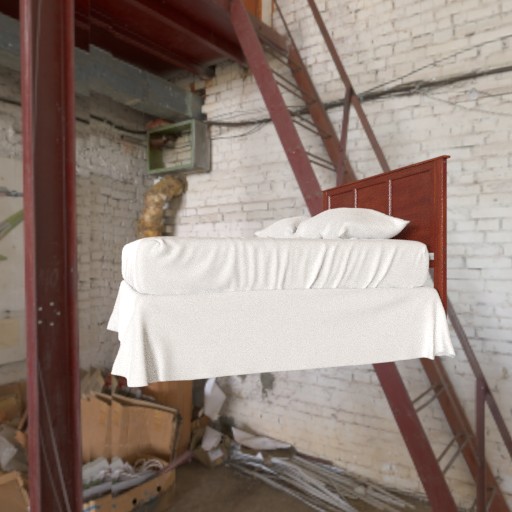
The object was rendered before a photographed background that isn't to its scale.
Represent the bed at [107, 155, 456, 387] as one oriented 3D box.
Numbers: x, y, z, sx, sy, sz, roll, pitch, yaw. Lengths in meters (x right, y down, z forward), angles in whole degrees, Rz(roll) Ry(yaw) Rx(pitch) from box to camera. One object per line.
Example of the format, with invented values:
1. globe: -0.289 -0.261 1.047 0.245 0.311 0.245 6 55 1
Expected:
1. bed: 0.000 0.000 3.246 2.050 1.270 1.870 0 0 -19
